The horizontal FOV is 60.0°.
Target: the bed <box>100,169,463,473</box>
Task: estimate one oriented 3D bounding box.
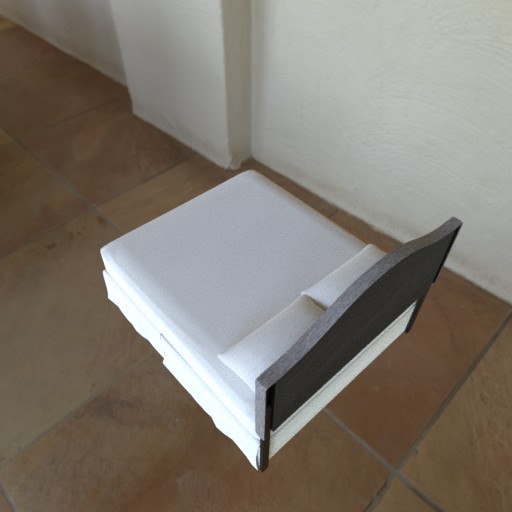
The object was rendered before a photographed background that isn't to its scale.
[{"bbox_3d":[0.000,0.000,3.035,1.610,1.295,1.870,-33,55,-27],"label":"bed"}]
